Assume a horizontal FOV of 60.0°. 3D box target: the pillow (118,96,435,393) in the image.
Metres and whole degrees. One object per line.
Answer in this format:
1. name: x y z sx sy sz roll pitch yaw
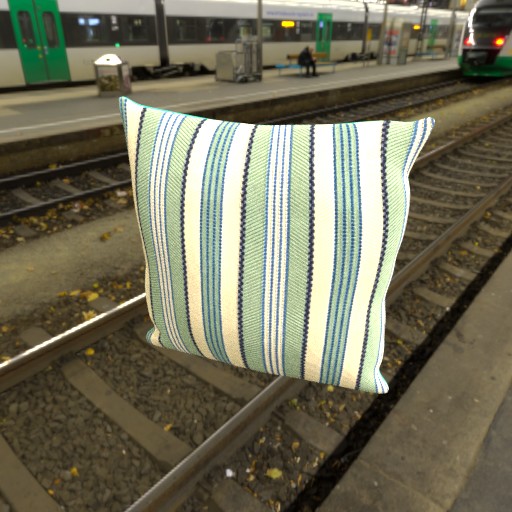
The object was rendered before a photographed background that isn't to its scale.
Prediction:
1. pillow: 0.000 0.000 0.670 0.440 0.441 0.182 9 28 17
